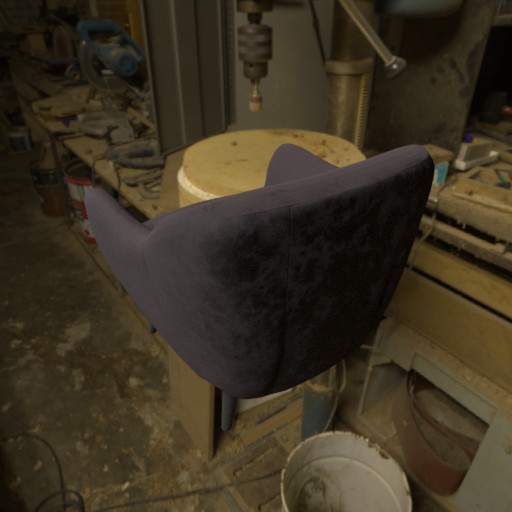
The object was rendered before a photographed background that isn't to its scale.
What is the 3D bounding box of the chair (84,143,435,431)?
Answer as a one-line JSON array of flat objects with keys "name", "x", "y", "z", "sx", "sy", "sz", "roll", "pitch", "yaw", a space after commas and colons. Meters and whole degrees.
[{"name": "chair", "x": 0.000, "y": 0.000, "z": 1.439, "sx": 0.840, "sy": 0.807, "sz": 0.819, "roll": -21, "pitch": 37, "yaw": -30}]
